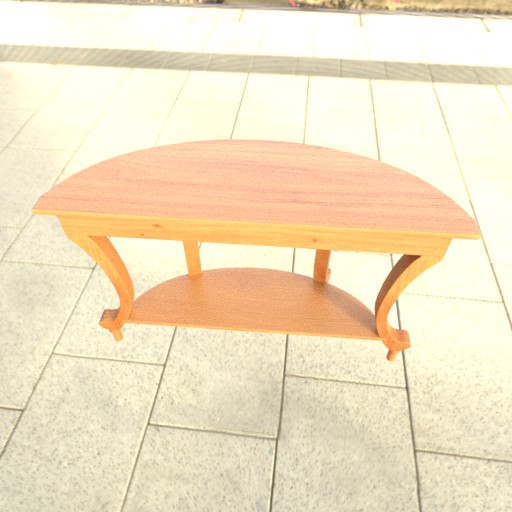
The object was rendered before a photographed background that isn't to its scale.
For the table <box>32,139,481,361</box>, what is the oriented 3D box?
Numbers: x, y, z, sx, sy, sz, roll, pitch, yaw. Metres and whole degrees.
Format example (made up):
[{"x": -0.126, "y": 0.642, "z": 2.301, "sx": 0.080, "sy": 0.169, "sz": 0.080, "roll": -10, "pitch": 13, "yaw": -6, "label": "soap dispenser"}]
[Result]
[{"x": 0.000, "y": 0.000, "z": 1.563, "sx": 1.198, "sy": 0.692, "sz": 0.394, "roll": 4, "pitch": 48, "yaw": 3, "label": "table"}]
